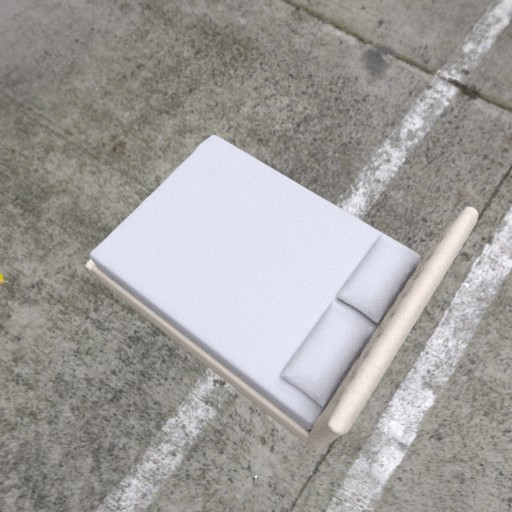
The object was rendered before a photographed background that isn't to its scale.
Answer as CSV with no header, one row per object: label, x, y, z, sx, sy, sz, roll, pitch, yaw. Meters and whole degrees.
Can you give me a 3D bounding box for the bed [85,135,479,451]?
bed,0.000,0.000,3.483,2.387,1.427,1.698,34,68,16
